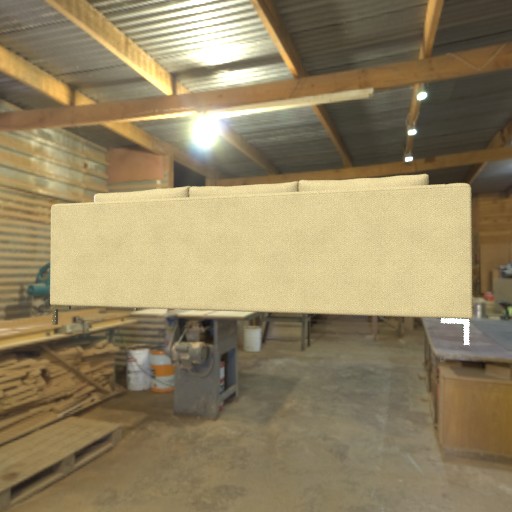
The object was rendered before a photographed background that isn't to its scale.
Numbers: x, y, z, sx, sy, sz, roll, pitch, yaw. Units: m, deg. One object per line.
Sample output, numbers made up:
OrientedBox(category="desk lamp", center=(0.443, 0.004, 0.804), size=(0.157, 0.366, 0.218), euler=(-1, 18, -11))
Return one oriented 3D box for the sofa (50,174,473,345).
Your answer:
OrientedBox(category="sofa", center=(0.000, 0.000, 2.883), size=(2.415, 0.867, 0.969), euler=(0, -1, 18))
